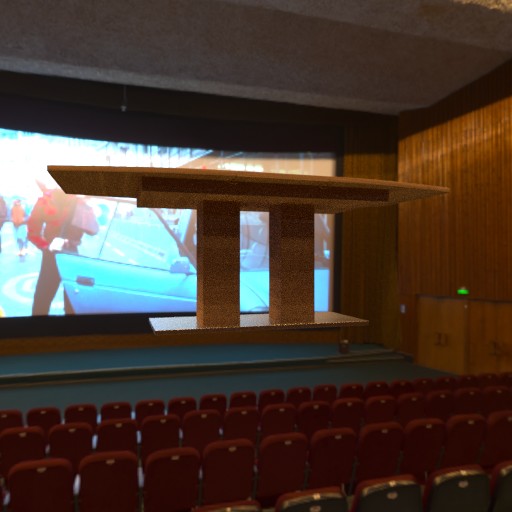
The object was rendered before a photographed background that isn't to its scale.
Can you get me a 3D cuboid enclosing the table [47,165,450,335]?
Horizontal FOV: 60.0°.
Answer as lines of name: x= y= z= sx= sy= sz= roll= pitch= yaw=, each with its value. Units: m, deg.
table: x=0.000 y=0.000 z=2.464 sx=2.032 sy=0.750 sz=0.900 roll=0 pitch=-1 yaw=-17
